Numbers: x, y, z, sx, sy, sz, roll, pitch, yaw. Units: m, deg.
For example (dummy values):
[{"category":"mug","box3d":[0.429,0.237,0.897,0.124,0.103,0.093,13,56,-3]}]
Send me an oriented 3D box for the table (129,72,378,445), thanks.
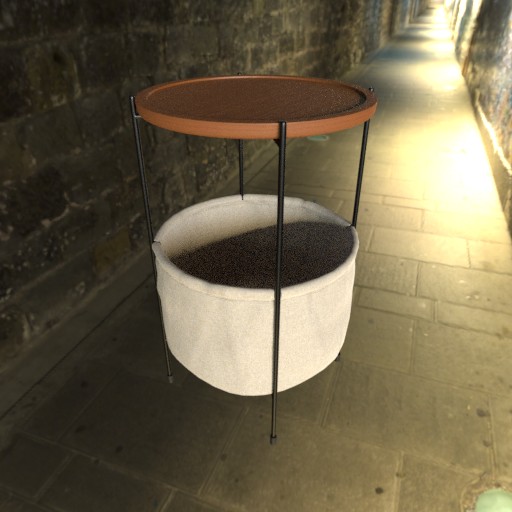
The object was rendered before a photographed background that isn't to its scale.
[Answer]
[{"category":"table","box3d":[0.000,0.000,0.880,0.393,0.623,0.393,20,36,30]}]
